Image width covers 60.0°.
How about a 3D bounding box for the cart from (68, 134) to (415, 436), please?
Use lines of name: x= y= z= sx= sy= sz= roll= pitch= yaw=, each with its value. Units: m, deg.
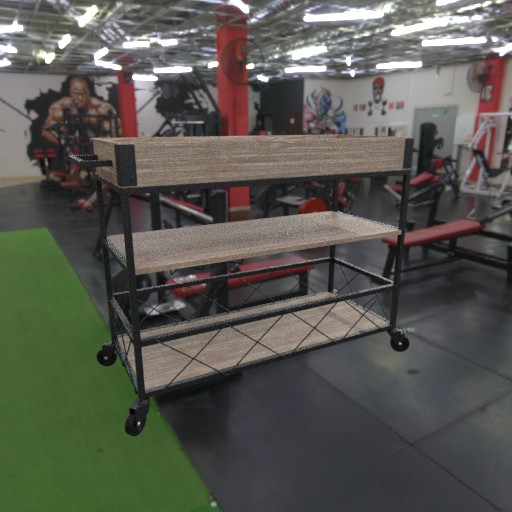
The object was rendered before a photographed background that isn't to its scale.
cart: x=0.000 y=0.000 z=1.527 sx=1.101 sy=0.787 sz=0.500 roll=-9 pitch=19 yaw=-27
